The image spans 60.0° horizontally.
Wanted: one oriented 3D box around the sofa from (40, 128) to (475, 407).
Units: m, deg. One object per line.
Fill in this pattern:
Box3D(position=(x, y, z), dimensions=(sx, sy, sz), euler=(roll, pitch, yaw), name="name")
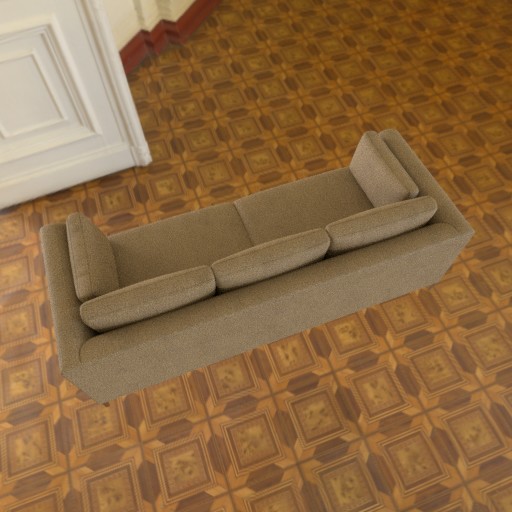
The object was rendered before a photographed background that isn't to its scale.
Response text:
Box3D(position=(0.000, 0.000, 2.895), dimensions=(2.415, 0.867, 0.969), euler=(-18, 60, -11), name="sofa")
